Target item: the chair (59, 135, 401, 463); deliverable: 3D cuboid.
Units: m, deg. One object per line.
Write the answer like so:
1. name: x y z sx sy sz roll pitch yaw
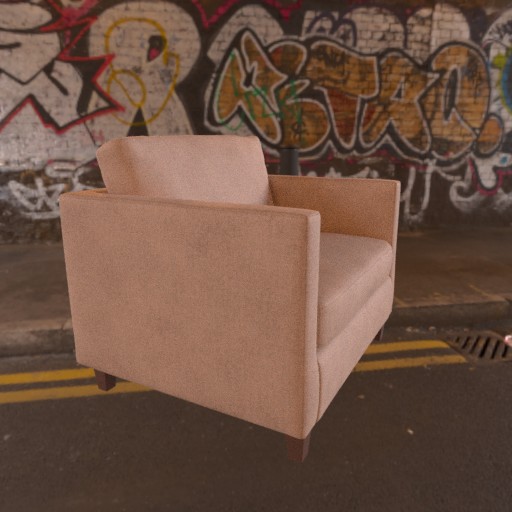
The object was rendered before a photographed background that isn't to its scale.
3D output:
1. chair: 0.000 0.000 1.813 0.959 0.961 1.133 8 17 28
